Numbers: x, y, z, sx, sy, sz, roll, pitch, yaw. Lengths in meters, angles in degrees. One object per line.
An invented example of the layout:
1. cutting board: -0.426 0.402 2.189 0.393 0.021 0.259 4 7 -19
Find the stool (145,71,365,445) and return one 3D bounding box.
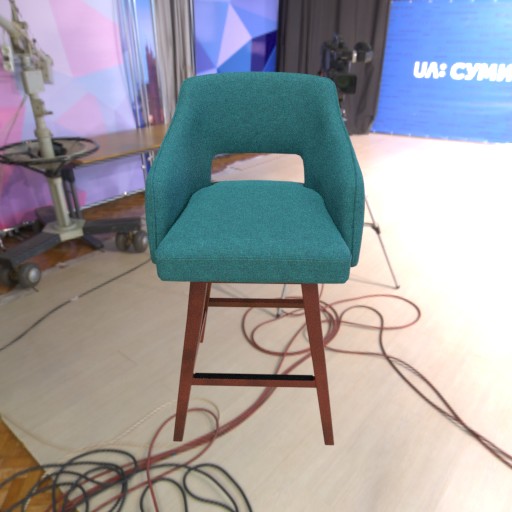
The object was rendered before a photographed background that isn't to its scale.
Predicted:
1. stool: 0.000 0.000 1.312 0.548 0.961 0.556 1 28 1
